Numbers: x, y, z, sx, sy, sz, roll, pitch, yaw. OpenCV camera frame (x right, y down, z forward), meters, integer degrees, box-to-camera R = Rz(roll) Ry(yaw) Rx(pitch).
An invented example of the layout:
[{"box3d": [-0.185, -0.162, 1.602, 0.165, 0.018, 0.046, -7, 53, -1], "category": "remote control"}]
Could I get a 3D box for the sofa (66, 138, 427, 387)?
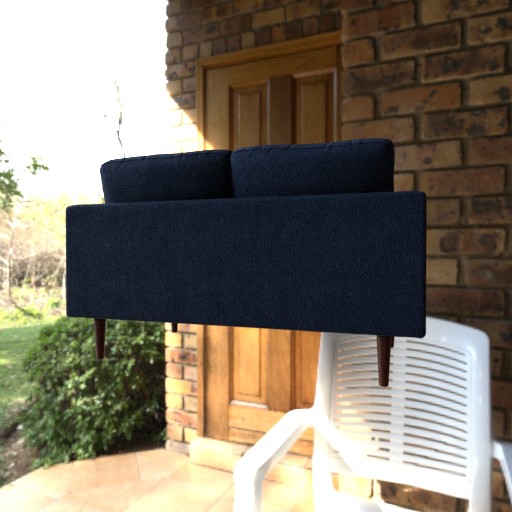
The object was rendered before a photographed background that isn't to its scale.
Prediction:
[{"box3d": [0.000, 0.000, 2.194, 1.582, 0.944, 0.903, 0, 1, 19], "category": "sofa"}]
